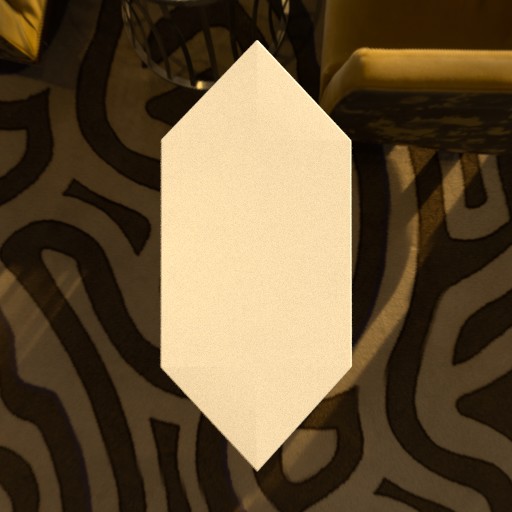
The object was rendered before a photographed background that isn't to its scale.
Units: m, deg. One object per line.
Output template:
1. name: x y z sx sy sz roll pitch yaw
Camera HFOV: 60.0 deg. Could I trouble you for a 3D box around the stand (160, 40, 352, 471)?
1. stand: 0.000 0.000 1.406 0.477 0.614 1.072 0 89 0
